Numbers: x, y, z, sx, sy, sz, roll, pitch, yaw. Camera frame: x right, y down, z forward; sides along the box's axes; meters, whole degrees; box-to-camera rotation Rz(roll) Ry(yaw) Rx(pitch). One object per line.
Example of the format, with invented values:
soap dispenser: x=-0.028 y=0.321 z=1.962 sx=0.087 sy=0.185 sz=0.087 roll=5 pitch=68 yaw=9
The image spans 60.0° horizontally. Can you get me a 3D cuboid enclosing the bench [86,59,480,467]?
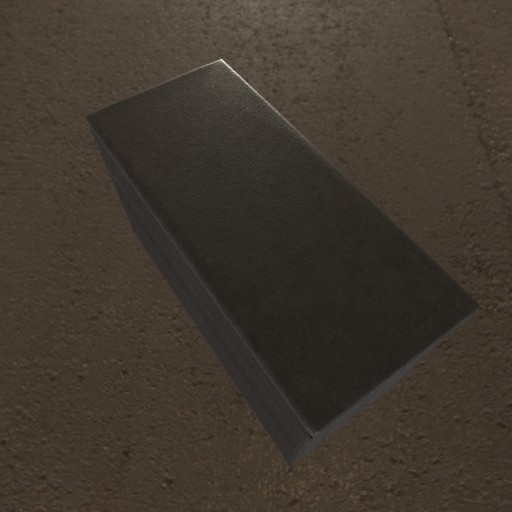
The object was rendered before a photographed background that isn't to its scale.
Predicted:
bench: x=0.000 y=0.000 z=1.166 sx=0.401 sy=0.501 sz=0.905 roll=-31 pitch=63 yaw=-17
